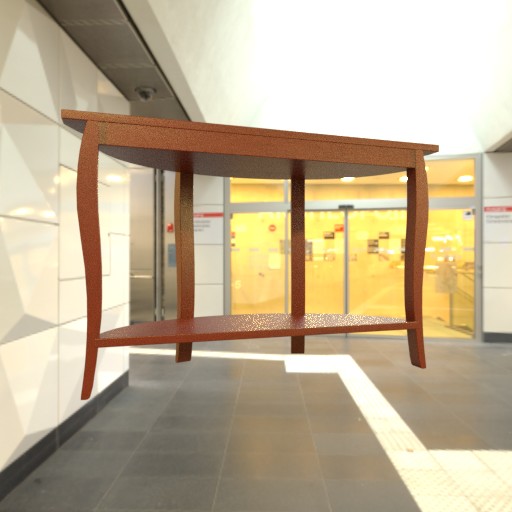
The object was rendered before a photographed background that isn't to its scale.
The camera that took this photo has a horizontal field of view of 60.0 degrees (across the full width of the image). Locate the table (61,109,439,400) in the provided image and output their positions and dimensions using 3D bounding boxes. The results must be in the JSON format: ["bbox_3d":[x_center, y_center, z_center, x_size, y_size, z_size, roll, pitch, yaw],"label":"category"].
[{"bbox_3d":[0.000,0.000,1.556,1.219,0.779,0.405,0,0,-18],"label":"table"}]
